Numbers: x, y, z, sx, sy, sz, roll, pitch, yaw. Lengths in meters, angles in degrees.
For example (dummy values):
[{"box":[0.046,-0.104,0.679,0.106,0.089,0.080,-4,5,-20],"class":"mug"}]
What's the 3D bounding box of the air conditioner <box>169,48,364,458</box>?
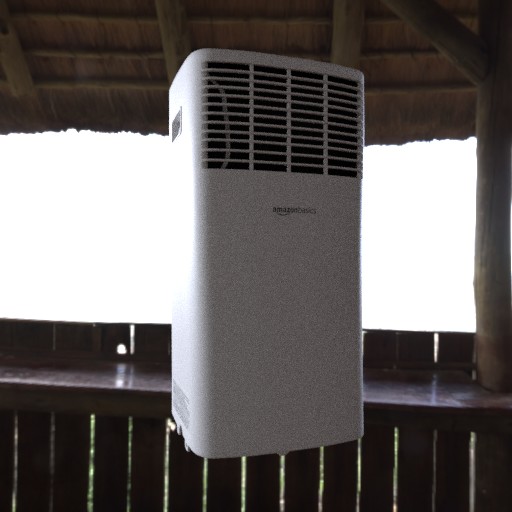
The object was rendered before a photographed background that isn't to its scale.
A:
[{"box":[0.000,0.000,0.804,0.304,0.606,0.349,0,-1,-17],"class":"air conditioner"}]
